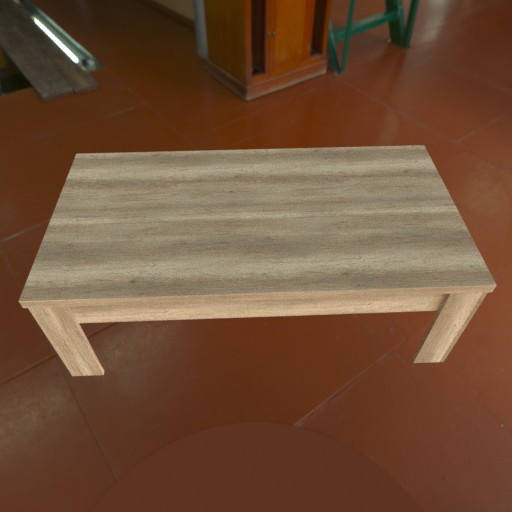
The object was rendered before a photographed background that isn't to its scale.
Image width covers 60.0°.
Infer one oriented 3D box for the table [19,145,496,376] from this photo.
[{"bbox_3d":[0.000,0.000,1.655,1.350,0.460,0.700,-2,48,-2],"label":"table"}]
